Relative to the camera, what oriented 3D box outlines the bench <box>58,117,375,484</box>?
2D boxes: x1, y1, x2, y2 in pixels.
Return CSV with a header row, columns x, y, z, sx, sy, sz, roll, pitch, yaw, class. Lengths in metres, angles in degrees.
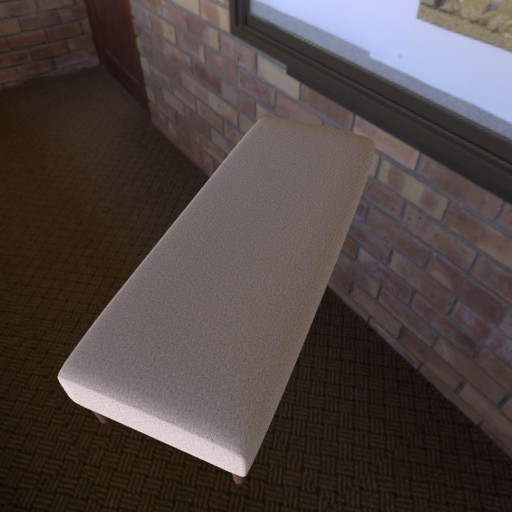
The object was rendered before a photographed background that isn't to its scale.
x,y,z,sx,sy,sz,roll,pitch,yaw,class
0.000,0.000,1.808,0.631,0.383,1.598,17,48,15,bench
